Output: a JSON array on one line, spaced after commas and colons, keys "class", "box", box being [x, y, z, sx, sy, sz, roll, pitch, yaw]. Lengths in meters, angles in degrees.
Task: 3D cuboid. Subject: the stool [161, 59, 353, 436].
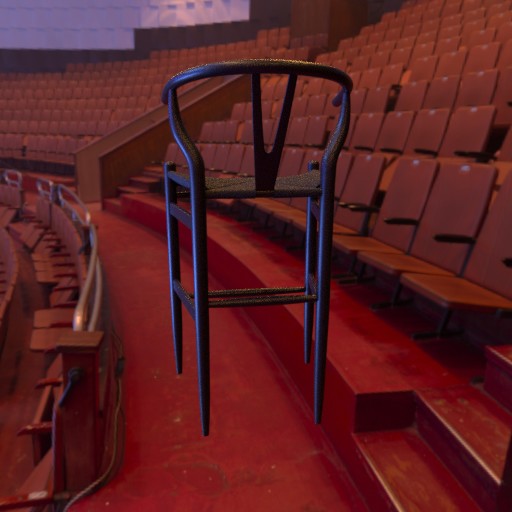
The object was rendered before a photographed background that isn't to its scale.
[{"class": "stool", "box": [0.000, 0.000, 1.417, 0.569, 1.072, 0.579, -2, 14, -9]}]
